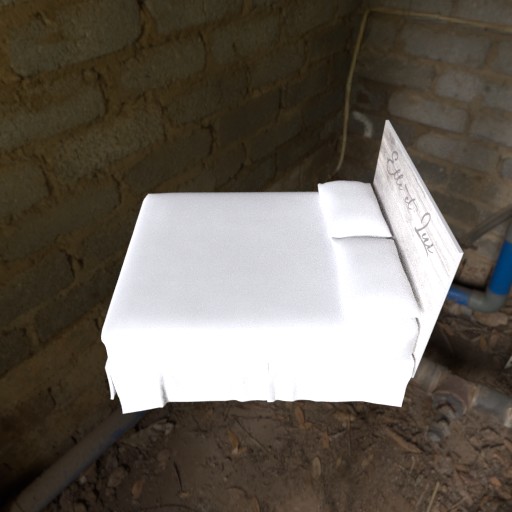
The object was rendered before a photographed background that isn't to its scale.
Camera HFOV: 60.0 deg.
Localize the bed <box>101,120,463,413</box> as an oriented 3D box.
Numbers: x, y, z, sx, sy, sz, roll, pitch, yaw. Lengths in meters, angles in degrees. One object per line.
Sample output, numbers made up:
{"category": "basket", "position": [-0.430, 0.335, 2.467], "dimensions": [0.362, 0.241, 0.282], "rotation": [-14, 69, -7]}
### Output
{"category": "bed", "position": [0.000, 0.000, 3.257], "dimensions": [2.094, 1.335, 1.745], "rotation": [0, 41, -1]}
